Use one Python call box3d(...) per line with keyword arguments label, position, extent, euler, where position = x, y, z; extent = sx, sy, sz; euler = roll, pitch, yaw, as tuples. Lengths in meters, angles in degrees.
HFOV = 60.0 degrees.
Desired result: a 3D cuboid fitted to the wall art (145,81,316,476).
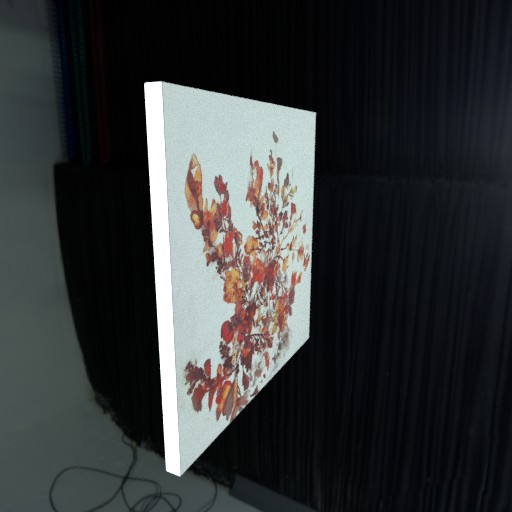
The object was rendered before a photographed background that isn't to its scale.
box3d(label="wall art", position=(0.000, 0.000, 1.532), extent=(0.049, 1.009, 1.009), euler=(7, 15, 26))
